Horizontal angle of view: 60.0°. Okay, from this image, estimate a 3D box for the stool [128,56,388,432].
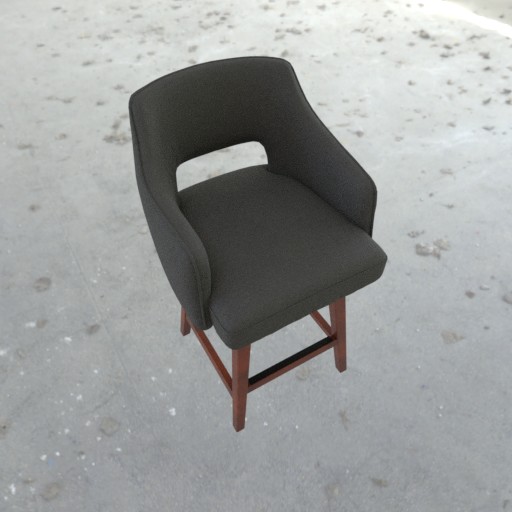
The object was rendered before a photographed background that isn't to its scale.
[{"bbox_3d":[0.000,0.000,1.271,0.548,0.912,0.558,-23,51,-20],"label":"stool"}]
